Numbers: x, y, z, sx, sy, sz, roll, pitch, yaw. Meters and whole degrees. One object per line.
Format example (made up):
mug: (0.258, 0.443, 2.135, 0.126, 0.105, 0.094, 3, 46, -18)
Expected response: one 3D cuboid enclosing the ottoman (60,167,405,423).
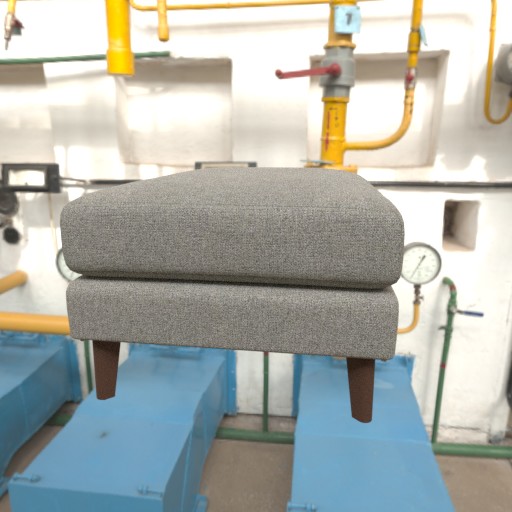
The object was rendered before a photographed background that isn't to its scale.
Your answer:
ottoman: (0.000, 0.000, 1.171, 0.611, 0.441, 0.821, 2, 14, 8)
